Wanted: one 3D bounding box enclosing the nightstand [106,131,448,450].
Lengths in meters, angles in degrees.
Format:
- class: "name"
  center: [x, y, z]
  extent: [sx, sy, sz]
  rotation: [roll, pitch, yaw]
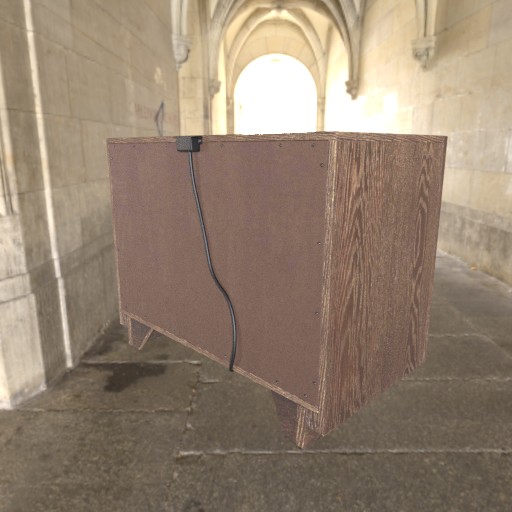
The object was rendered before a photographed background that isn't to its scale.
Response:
- class: "nightstand"
  center: [0.000, 0.000, 1.181]
  extent: [0.457, 0.612, 0.775]
  rotation: [-13, 19, -43]
